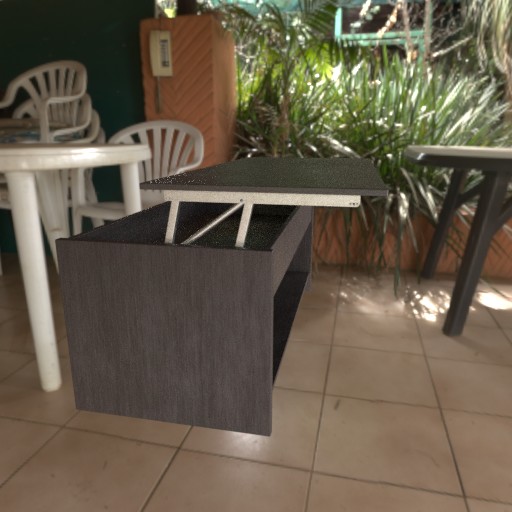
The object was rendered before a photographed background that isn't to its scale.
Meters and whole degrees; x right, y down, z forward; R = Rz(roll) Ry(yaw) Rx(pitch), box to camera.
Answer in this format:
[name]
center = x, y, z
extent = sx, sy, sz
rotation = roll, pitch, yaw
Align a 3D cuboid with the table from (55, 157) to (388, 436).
[table]
center = 0.000, 0.000, 1.435
extent = 0.712, 0.570, 1.000
rotation = 3, 16, 12
